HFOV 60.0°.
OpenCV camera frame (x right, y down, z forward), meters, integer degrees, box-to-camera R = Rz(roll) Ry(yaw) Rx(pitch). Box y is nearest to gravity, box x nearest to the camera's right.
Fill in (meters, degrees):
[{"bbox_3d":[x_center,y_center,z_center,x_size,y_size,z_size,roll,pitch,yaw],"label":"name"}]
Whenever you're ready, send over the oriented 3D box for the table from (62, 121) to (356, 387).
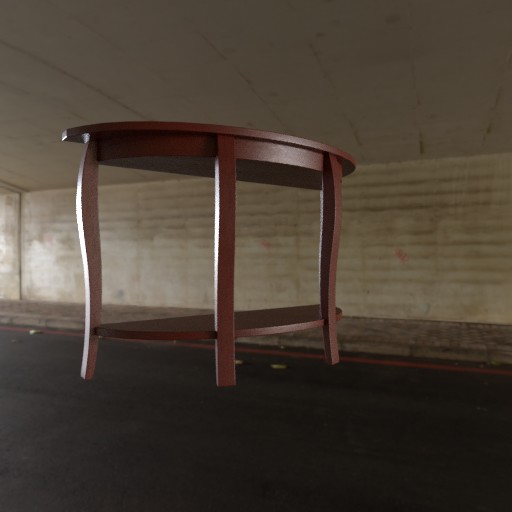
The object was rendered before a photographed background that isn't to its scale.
[{"bbox_3d":[0.000,0.000,1.596,1.219,0.779,0.405,0,0,-36],"label":"table"}]
